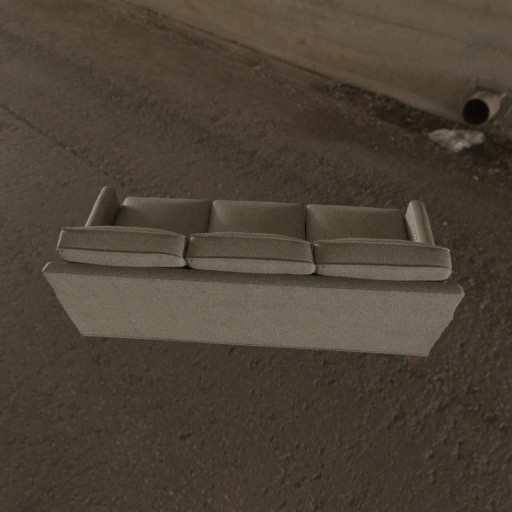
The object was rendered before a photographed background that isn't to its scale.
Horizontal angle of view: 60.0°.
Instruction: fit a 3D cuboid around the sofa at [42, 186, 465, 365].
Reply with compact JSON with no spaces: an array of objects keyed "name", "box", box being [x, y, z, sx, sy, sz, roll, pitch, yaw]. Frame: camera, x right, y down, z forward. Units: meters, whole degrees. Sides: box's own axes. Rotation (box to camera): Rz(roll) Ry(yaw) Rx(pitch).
[{"name":"sofa","box":[0.000,0.000,2.861,2.246,1.003,1.084,3,46,3]}]
